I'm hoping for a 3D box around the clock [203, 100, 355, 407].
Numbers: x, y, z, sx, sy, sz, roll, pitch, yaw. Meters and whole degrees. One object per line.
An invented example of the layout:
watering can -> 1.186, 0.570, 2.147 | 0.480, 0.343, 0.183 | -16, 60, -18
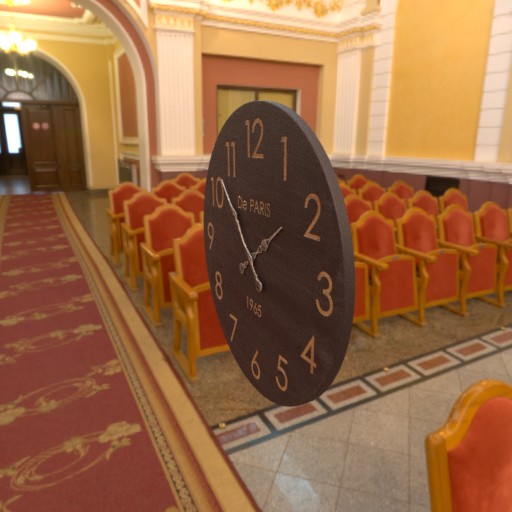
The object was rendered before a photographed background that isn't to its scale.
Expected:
clock -> 0.000, 0.000, 0.899 | 0.029, 0.595, 0.595 | -7, 17, -25
